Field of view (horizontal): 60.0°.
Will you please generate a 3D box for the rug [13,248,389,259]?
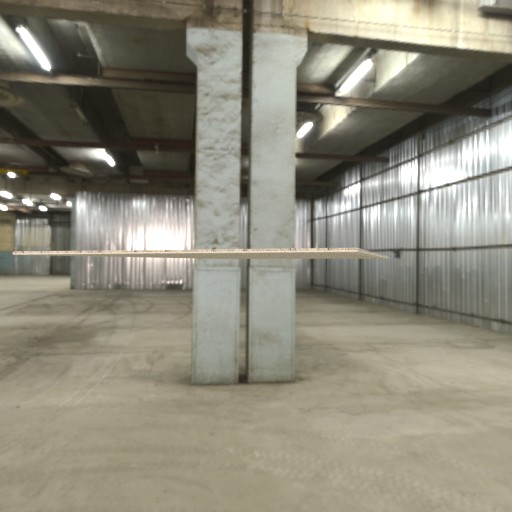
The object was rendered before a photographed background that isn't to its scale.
[{"bbox_3d":[0.000,0.000,2.814,1.521,0.015,2.280,0,-1,19],"label":"rug"}]
